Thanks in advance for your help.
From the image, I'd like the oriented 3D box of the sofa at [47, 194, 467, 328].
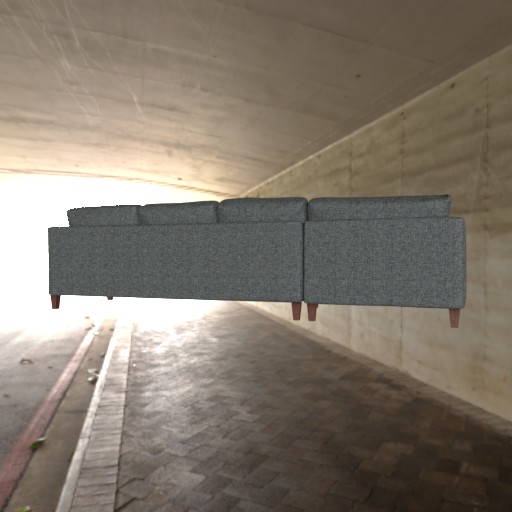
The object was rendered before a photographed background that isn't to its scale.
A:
[{"bbox_3d":[0.000,0.000,4.231,3.485,0.960,1.635,0,0,18],"label":"sofa"}]
